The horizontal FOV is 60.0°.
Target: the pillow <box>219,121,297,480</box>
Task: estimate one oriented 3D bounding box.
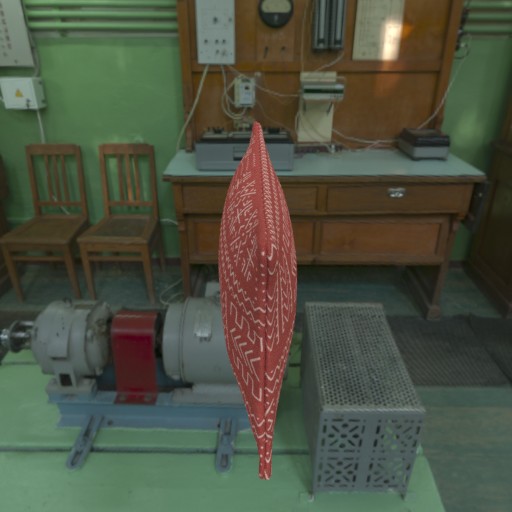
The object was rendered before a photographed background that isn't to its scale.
[{"bbox_3d":[0.000,0.000,0.791,0.130,0.352,0.640,0,28,-1],"label":"pillow"}]
